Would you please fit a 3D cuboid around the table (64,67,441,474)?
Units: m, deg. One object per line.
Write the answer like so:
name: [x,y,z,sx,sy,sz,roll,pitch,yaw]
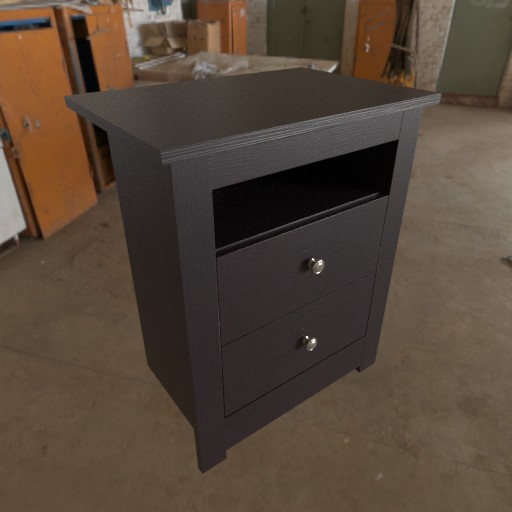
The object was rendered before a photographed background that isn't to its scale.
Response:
table: [0.000,0.000,1.020,0.589,0.711,0.408,-21,37,-30]
